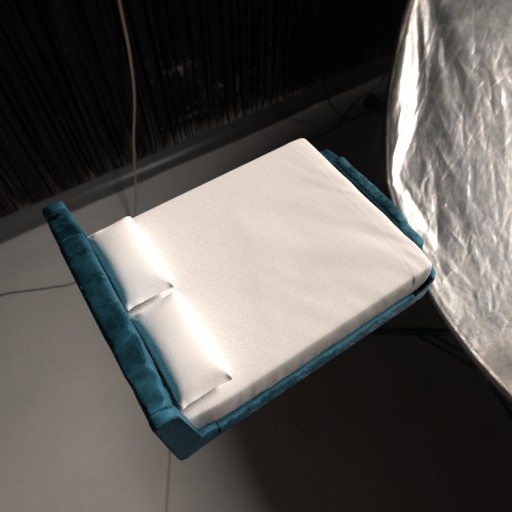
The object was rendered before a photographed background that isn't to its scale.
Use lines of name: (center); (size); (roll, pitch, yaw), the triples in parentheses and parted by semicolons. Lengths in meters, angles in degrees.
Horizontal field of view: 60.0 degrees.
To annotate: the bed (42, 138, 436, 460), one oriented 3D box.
bed: (0.000, 0.000, 3.290); (2.322, 1.338, 1.678); (-29, 62, -17)
